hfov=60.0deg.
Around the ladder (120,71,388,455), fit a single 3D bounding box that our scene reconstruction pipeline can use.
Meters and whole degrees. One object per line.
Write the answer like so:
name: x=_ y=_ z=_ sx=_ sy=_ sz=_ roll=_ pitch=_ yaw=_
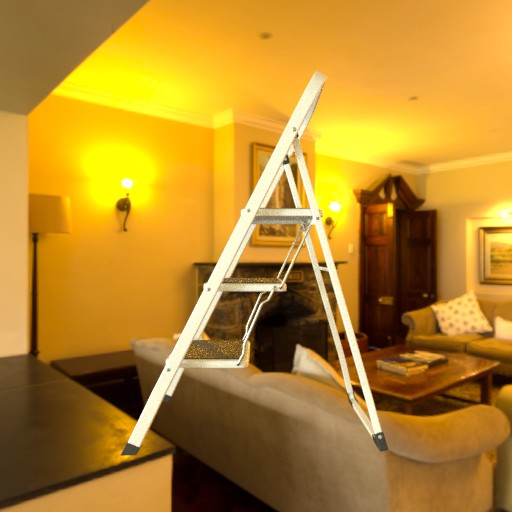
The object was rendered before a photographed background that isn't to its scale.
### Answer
ladder: x=0.000 y=0.000 z=1.393 sx=0.711 sy=1.050 sz=0.460 roll=0 pitch=0 yaw=0
